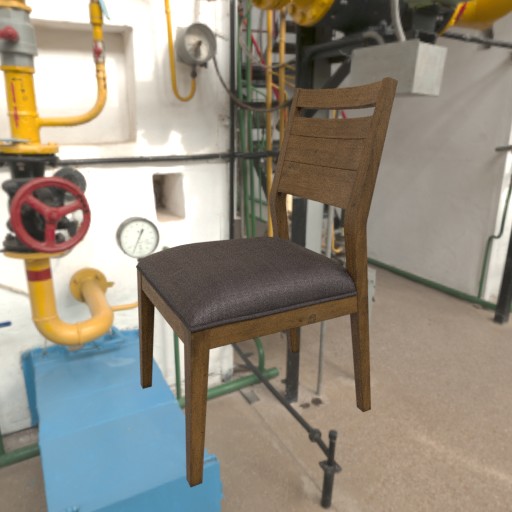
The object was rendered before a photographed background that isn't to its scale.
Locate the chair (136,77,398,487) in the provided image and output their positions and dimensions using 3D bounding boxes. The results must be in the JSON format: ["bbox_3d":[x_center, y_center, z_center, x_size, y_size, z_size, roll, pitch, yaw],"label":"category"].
[{"bbox_3d":[0.000,0.000,1.266,0.610,0.939,0.501,-9,19,-26],"label":"chair"}]
